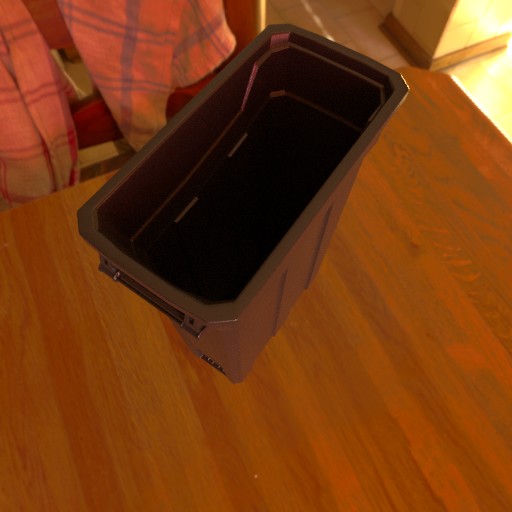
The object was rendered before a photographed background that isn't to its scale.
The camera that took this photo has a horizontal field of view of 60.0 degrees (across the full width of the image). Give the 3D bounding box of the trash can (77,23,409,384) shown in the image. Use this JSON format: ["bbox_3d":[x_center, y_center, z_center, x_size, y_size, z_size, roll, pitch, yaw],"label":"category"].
[{"bbox_3d":[0.000,0.000,1.019,0.281,0.762,0.559,32,68,15],"label":"trash can"}]
